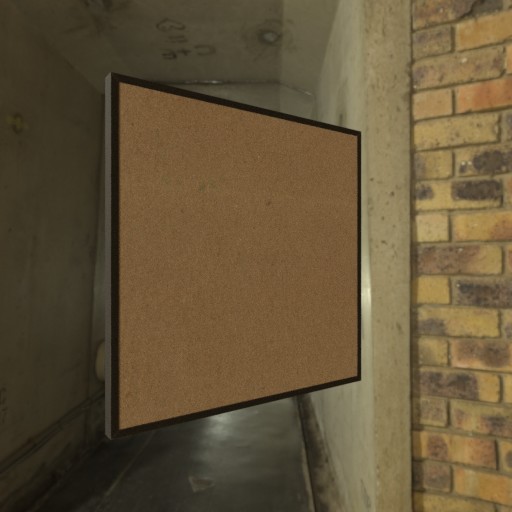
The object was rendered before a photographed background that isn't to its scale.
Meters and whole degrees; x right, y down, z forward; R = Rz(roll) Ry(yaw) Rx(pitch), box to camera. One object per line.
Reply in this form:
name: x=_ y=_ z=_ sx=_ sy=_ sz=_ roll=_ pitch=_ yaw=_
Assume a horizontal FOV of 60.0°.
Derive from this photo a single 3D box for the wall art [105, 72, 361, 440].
wall art: x=0.000 y=0.000 z=1.152 sx=0.762 sy=0.762 sz=0.038 roll=0 pitch=0 yaw=-35
